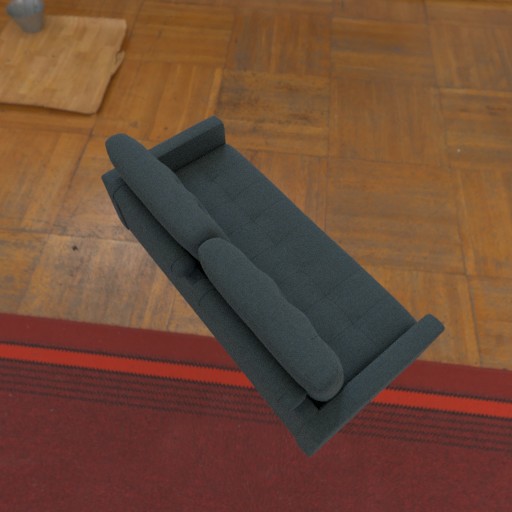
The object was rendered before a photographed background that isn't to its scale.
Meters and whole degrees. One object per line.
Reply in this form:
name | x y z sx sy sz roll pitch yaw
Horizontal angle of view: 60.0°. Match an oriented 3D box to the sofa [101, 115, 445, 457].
sofa | 0.000 0.000 2.628 0.966 1.050 2.010 -35 65 -19
